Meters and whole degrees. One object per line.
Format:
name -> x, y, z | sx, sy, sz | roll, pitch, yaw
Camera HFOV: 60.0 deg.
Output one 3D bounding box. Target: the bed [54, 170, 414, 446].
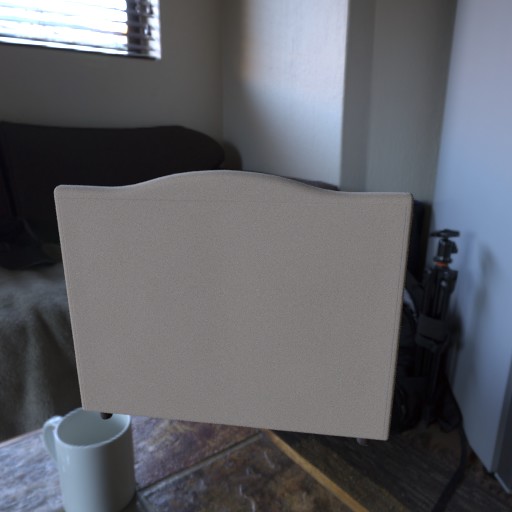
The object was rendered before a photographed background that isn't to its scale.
bed -> 0.000, 0.000, 3.136 | 1.678, 1.398, 2.052 | 2, 17, 8
